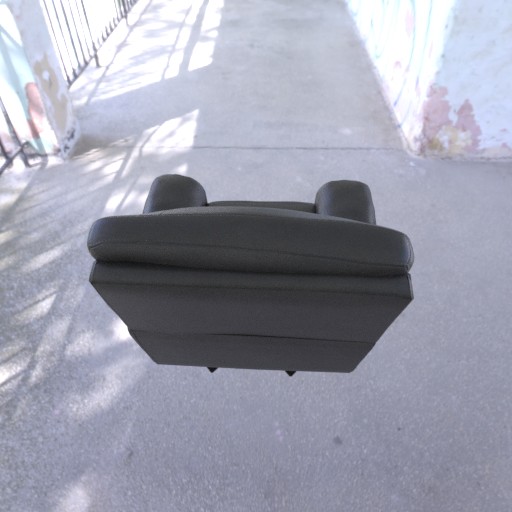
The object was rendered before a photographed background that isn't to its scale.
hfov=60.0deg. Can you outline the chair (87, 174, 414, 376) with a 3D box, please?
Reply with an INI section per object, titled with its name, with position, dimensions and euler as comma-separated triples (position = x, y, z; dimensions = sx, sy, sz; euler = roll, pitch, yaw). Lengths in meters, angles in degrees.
[chair]
position = 0.000, 0.000, 1.999
dimensions = 1.096, 1.109, 1.087
euler = 2, 45, 2
